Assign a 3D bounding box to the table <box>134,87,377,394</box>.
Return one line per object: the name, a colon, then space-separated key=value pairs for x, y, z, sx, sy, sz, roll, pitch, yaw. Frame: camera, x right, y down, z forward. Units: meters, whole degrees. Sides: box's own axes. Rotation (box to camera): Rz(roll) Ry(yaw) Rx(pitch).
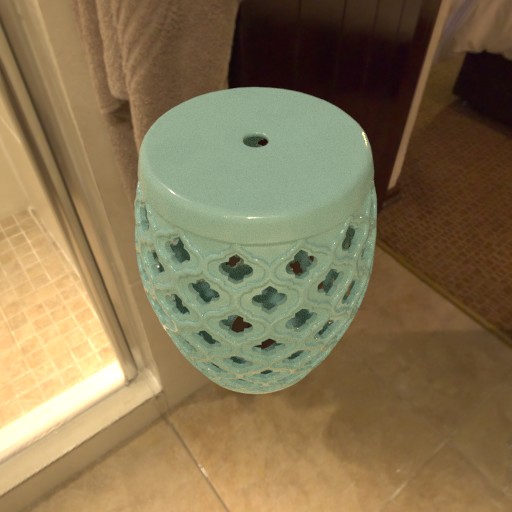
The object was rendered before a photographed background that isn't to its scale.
table: x=0.000 y=0.000 z=0.642 sx=0.325 sy=0.388 sz=0.325 roll=0 pitch=47 yaw=0
